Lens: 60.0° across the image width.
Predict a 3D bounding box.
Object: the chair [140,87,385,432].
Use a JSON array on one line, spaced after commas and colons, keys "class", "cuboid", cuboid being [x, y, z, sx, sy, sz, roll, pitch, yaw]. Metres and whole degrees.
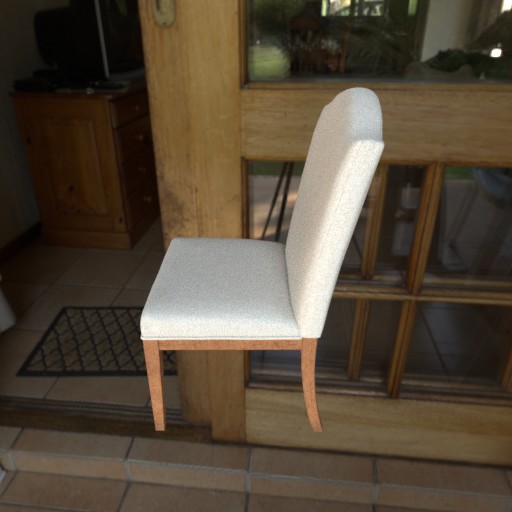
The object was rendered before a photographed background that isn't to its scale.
[{"class": "chair", "cuboid": [0.000, 0.000, 1.418, 0.648, 1.012, 0.534, 0, 27, 0]}]
